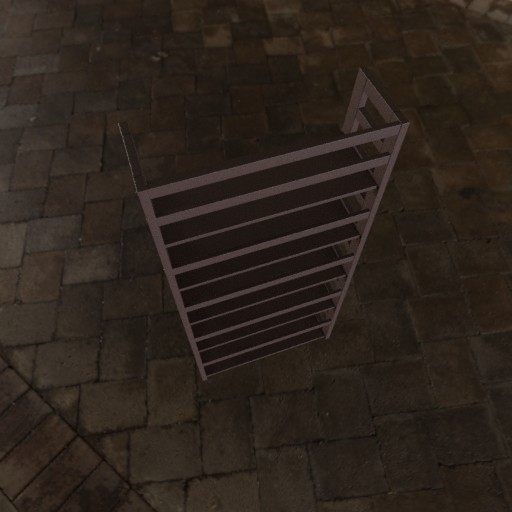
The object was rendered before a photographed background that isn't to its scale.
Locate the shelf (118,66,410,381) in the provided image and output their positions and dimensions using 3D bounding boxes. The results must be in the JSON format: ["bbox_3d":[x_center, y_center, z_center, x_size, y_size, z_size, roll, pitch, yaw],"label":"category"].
[{"bbox_3d":[0.000,0.000,1.934,0.763,1.600,0.403,-17,60,-10],"label":"shelf"}]
